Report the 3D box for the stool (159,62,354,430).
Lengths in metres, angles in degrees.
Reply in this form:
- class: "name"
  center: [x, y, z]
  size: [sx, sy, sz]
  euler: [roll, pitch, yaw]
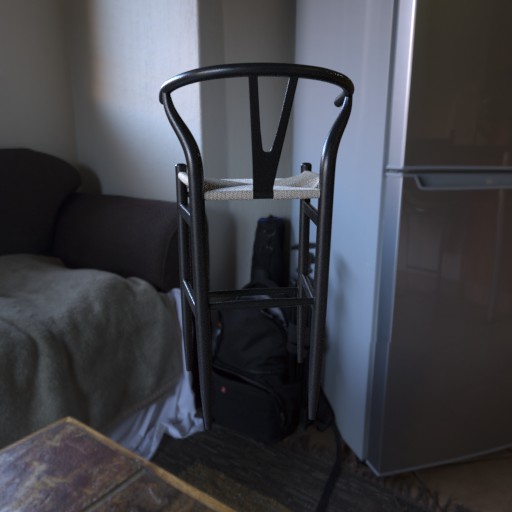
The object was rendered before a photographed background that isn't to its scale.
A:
- class: "stool"
  center: [0.000, 0.000, 1.433]
  size: [0.569, 1.072, 0.579]
  euler: [-2, 14, -9]
